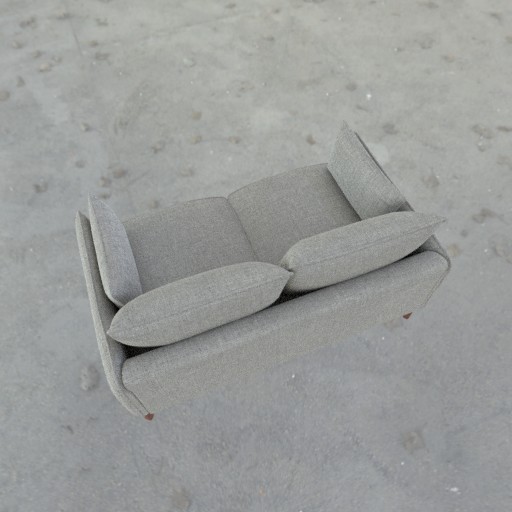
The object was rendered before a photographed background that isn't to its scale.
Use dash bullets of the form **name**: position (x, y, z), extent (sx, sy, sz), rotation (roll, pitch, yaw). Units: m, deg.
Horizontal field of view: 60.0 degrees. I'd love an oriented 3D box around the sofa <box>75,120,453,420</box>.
- **sofa**: position (0.000, 0.000, 2.180), extent (1.580, 0.851, 0.972), rotation (-18, 59, -12)
